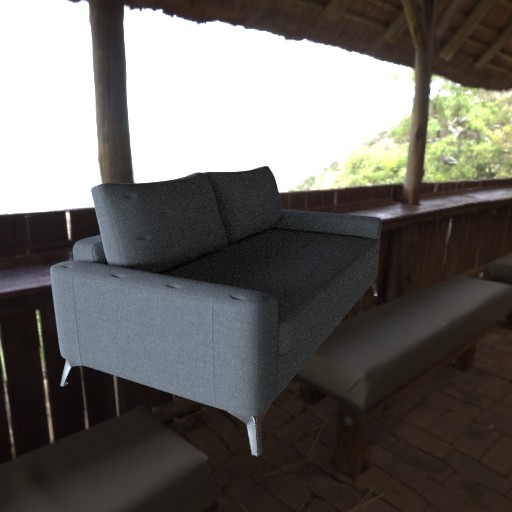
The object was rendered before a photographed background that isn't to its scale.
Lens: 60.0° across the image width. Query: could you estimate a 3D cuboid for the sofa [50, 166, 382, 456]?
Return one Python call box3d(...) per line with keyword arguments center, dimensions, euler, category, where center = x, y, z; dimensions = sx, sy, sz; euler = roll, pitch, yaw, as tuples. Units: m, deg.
box3d(center=(0.000, 0.000, 2.152), dimensions=(0.920, 0.790, 1.650), euler=(8, 17, 26), category="sofa")
